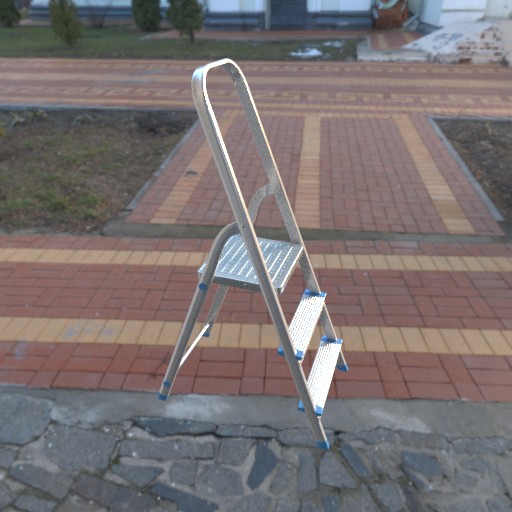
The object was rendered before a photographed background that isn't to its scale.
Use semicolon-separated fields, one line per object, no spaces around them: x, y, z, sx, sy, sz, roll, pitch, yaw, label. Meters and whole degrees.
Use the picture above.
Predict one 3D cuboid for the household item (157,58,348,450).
0.000;0.000;1.510;0.687;1.215;0.420;10;32;17;household item
